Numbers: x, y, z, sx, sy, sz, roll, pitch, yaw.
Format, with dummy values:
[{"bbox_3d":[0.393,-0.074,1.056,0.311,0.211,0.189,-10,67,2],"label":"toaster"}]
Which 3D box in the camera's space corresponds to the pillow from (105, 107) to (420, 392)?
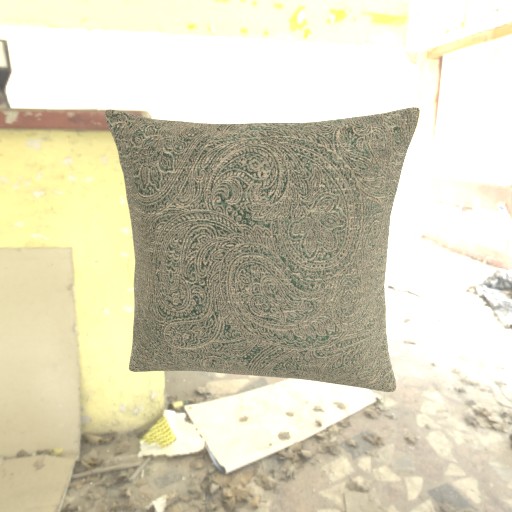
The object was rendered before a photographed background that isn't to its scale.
[{"bbox_3d":[0.000,0.000,0.798,0.526,0.507,0.166,2,15,8],"label":"pillow"}]
